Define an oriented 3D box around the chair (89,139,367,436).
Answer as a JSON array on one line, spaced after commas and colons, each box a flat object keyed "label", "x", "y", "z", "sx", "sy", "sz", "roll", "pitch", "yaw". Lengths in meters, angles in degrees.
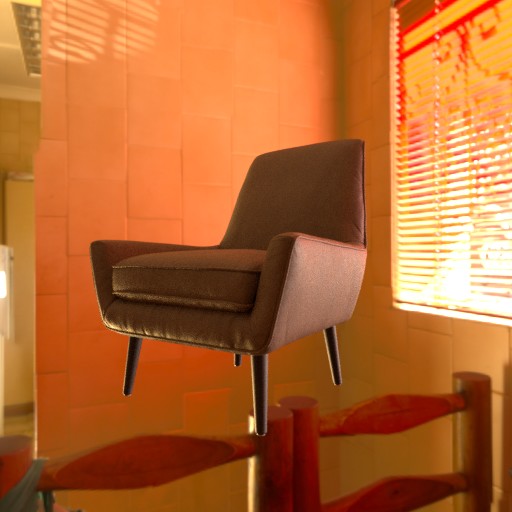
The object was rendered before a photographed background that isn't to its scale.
[{"label": "chair", "x": 0.000, "y": 0.000, "z": 1.519, "sx": 0.787, "sy": 0.888, "sz": 0.824, "roll": 0, "pitch": 0, "yaw": 37}]
